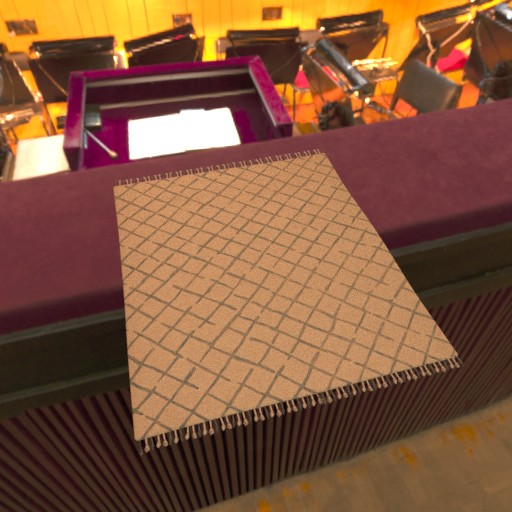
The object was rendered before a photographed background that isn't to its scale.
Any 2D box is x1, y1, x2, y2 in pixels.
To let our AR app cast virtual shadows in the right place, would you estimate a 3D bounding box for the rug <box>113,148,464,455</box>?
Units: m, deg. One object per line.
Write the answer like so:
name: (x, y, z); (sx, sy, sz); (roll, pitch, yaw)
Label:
rug: (0.000, 0.000, 4.856); (2.892, 0.036, 3.585); (-11, 48, -10)
